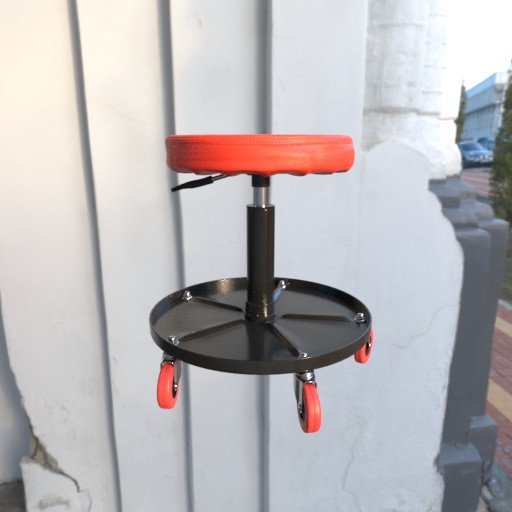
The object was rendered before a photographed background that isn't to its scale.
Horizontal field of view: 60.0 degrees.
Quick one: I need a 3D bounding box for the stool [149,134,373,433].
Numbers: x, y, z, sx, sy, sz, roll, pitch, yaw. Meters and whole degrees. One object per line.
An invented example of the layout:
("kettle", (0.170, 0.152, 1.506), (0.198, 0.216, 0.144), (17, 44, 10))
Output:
("stool", (0.000, 0.000, 0.694), (0.382, 0.365, 0.381), (3, 15, 11))
